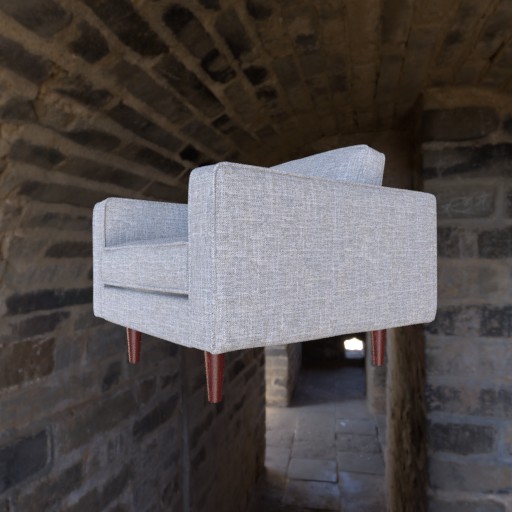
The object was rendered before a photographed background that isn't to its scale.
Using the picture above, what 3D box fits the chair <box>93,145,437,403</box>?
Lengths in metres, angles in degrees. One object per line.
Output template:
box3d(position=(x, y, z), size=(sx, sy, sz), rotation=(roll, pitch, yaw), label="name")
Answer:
box3d(position=(0.000, 0.000, 1.582), size=(0.914, 0.765, 0.889), rotation=(0, -1, -37), label="chair")
